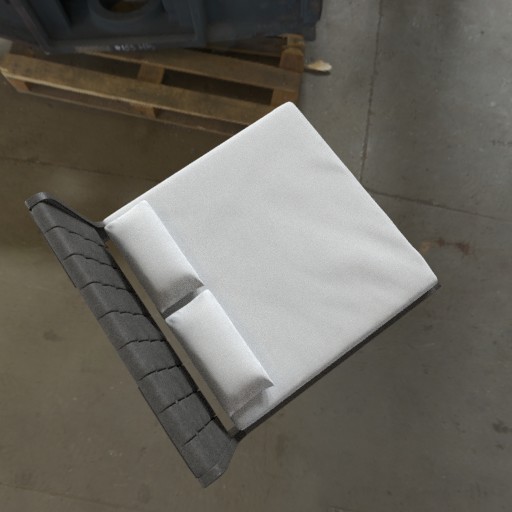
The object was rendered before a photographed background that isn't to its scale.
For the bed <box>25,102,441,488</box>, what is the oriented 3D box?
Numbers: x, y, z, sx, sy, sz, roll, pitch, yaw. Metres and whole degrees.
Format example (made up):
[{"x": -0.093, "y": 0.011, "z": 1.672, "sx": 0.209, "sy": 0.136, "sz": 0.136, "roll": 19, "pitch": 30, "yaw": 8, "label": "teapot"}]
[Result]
[{"x": 0.000, "y": 0.000, "z": 3.113, "sx": 2.031, "sy": 1.158, "sz": 1.903, "roll": -35, "pitch": 79, "yaw": -8, "label": "bed"}]
